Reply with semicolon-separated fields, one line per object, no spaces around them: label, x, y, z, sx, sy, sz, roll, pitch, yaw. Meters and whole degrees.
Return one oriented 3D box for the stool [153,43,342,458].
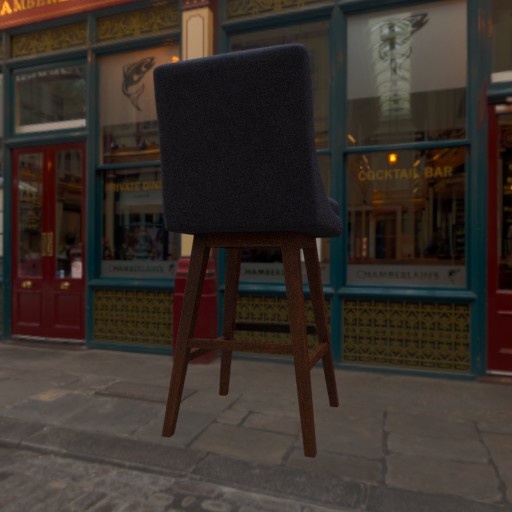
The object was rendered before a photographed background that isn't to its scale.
stool;0.000;0.000;1.416;0.489;1.068;0.572;0;-1;18
